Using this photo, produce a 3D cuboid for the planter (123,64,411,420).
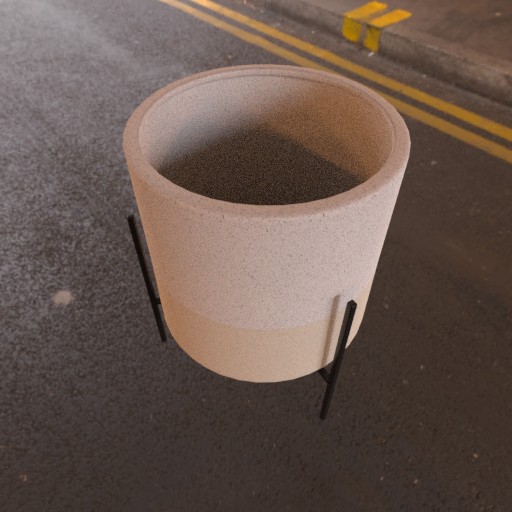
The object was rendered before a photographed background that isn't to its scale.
[{"bbox_3d":[0.000,0.000,0.638,0.335,0.423,0.313,-2,47,-2],"label":"planter"}]
